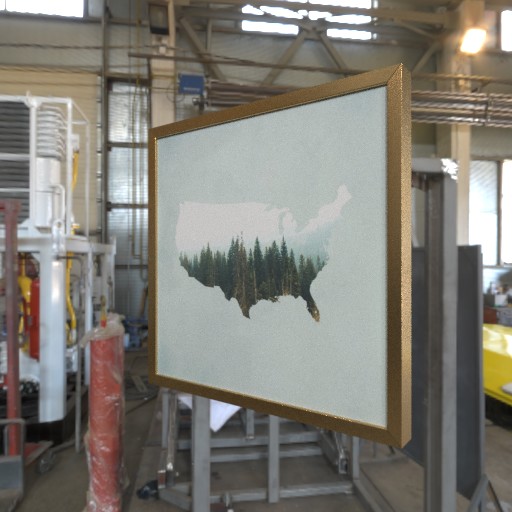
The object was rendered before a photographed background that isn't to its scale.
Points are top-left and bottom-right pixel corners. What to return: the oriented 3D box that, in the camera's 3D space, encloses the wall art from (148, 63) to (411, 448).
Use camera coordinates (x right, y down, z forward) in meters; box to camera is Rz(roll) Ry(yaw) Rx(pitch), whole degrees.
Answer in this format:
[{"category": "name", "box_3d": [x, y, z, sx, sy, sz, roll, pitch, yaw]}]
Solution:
[{"category": "wall art", "box_3d": [0.000, 0.000, 0.753, 0.509, 0.509, 0.040, 0, 0, 37]}]
